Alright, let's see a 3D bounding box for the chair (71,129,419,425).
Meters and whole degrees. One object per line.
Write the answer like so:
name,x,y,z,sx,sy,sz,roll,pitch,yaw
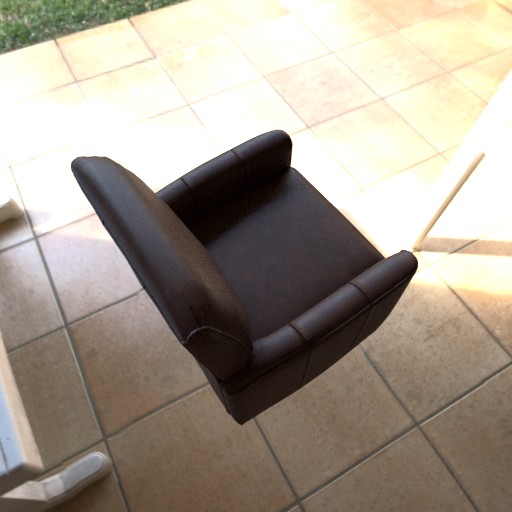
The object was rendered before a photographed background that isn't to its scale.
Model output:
chair,0.000,0.000,1.618,0.850,1.010,0.839,-31,63,-18
